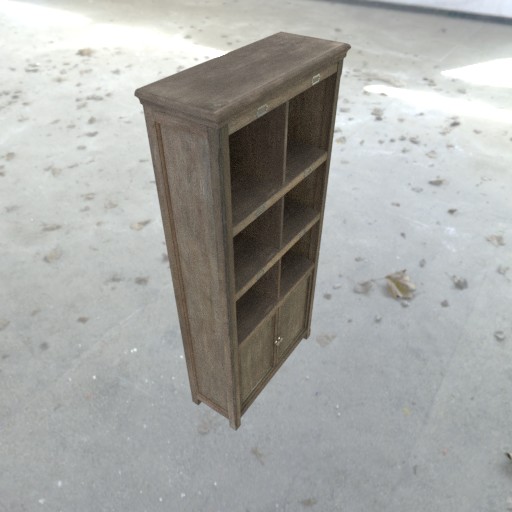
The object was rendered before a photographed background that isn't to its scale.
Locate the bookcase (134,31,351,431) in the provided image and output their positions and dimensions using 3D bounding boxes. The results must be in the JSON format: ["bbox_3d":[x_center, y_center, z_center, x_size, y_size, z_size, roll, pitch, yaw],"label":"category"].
[{"bbox_3d":[0.000,0.000,2.260,0.348,1.880,0.906,24,46,26],"label":"bookcase"}]
